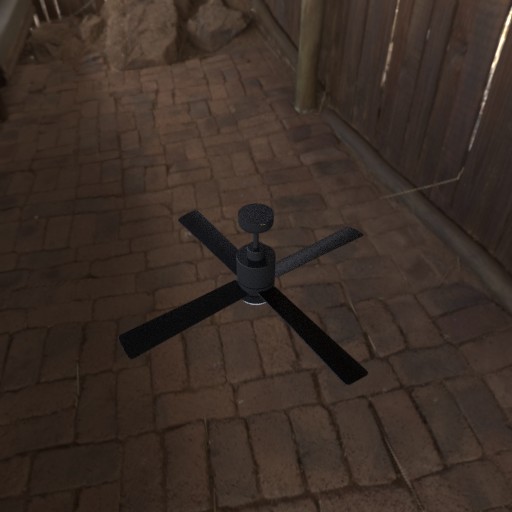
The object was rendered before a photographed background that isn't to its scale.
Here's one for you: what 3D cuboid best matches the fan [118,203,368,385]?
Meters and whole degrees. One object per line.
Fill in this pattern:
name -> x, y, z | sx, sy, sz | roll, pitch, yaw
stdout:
fan -> 0.000, 0.000, 2.277 | 1.525, 0.534, 1.525 | -25, 47, -26
